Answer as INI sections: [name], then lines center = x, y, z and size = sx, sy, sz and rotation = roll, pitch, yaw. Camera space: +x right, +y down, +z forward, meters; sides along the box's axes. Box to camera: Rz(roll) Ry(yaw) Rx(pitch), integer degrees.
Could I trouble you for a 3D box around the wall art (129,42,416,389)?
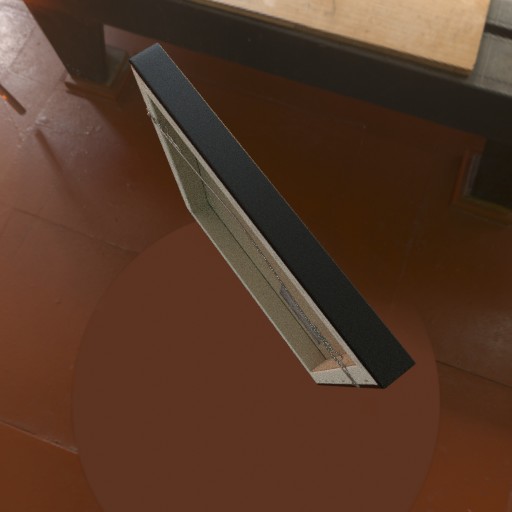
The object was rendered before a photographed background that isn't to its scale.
[wall art]
center = 0.000, 0.000, 0.610
size = 0.041, 0.407, 0.406
rotation = -35, 77, -9
